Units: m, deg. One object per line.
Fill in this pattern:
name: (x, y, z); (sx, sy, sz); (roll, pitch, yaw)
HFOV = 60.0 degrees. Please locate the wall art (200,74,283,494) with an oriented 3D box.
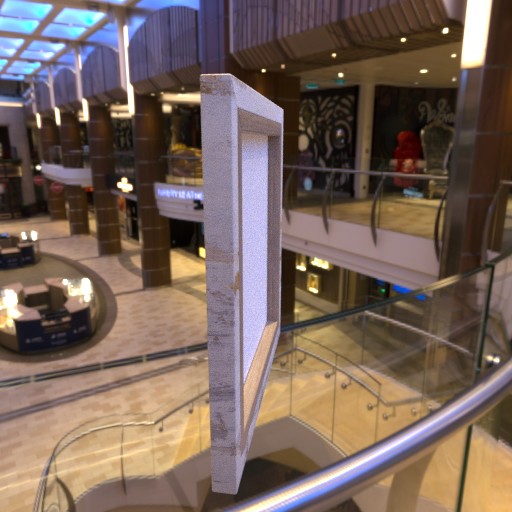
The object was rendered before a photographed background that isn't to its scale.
wall art: (0.000, 0.000, 0.909); (0.040, 0.613, 0.611); (2, 15, 9)
